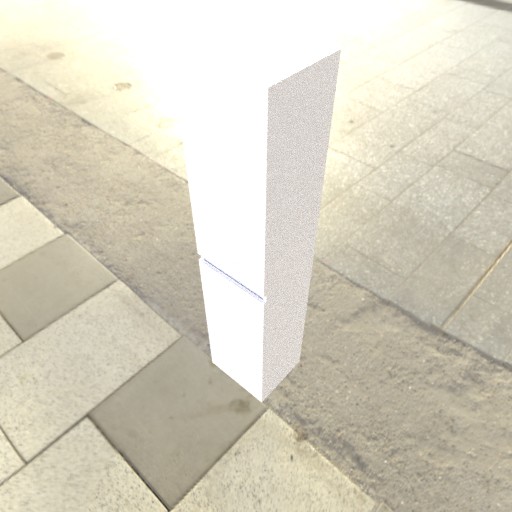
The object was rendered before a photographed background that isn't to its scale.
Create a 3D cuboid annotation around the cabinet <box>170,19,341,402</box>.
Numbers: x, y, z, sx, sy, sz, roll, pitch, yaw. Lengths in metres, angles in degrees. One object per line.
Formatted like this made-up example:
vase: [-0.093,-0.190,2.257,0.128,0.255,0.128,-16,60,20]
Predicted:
cabinet: [0.000,0.000,1.545,0.300,1.400,0.269,32,54,27]
